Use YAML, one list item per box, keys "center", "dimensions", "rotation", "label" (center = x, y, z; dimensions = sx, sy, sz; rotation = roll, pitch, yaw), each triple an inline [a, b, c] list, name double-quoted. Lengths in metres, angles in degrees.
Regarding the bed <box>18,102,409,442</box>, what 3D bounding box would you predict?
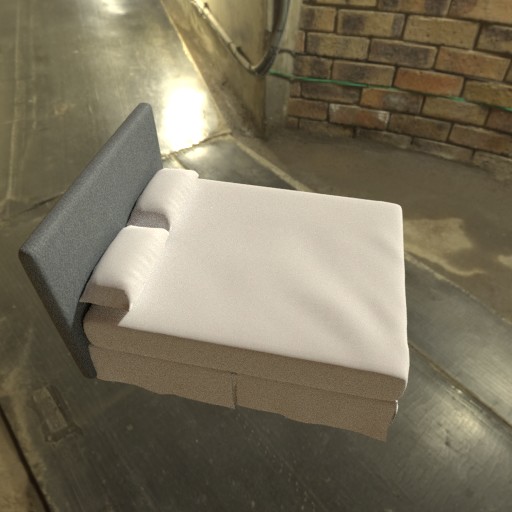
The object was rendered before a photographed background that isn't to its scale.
- center: [0.000, 0.000, 3.103]
  dimensions: [2.142, 1.330, 1.723]
  rotation: [8, 46, 8]
  label: "bed"
